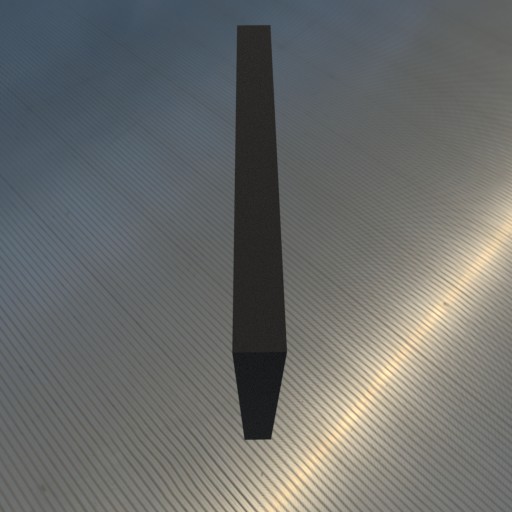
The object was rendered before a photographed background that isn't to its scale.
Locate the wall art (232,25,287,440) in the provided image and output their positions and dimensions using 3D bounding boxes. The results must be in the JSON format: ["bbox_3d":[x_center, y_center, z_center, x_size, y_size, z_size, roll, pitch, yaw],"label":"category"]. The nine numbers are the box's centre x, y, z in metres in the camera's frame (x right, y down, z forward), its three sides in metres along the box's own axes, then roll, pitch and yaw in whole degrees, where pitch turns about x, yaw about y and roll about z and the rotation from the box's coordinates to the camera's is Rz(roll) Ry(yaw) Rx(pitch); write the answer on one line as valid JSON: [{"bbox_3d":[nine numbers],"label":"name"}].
[{"bbox_3d":[0.000,0.000,0.456,0.030,0.305,0.308,-1,59,0],"label":"wall art"}]
